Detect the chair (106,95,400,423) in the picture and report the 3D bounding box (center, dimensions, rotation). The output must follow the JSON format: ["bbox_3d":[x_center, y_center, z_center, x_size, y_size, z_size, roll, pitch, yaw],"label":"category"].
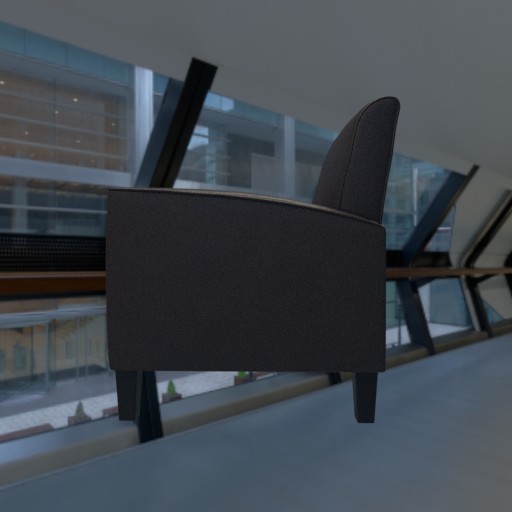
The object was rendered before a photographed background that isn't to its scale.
[{"bbox_3d":[0.000,0.000,1.597,0.819,0.916,0.820,0,0,2],"label":"chair"}]
